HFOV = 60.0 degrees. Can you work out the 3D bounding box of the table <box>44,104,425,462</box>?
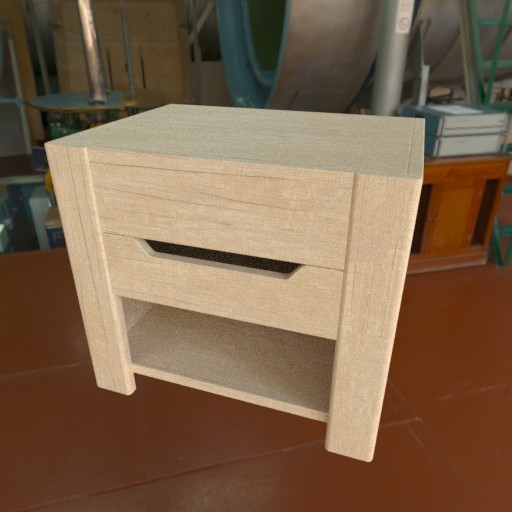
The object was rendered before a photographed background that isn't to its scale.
[{"bbox_3d":[0.000,0.000,0.909,0.570,0.510,0.420,9,29,17],"label":"table"}]
